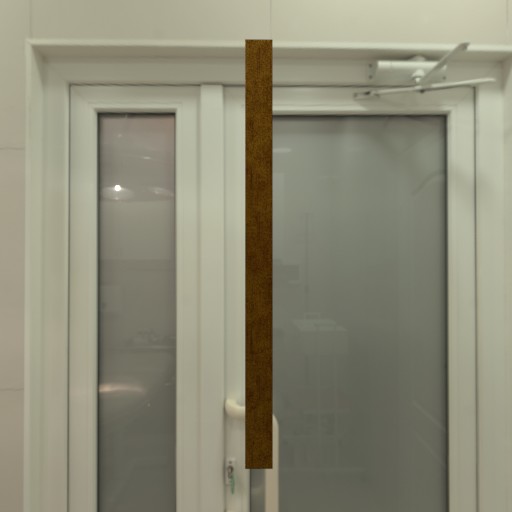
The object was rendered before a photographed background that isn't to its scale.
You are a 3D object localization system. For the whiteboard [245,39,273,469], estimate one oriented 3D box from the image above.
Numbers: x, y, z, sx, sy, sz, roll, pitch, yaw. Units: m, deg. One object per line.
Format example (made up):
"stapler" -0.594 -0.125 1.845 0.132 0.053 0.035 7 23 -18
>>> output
"whiteboard" 0.000 0.000 0.752 0.029 0.457 0.561 0 -1 -1
